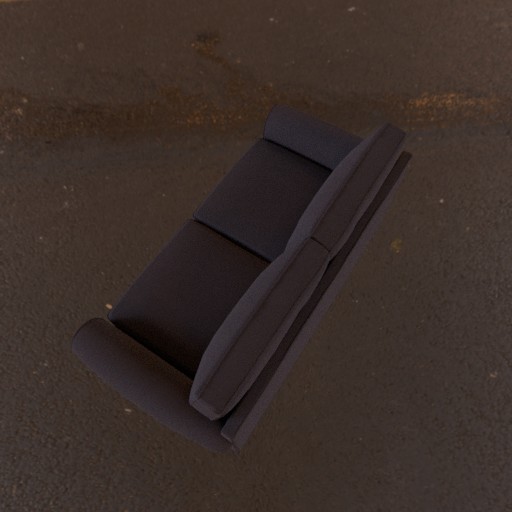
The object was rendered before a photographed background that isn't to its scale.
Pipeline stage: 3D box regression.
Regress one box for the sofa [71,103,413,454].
[{"bbox_3d":[0.000,0.000,2.533,0.951,1.031,2.009,30,67,15],"label":"sofa"}]
